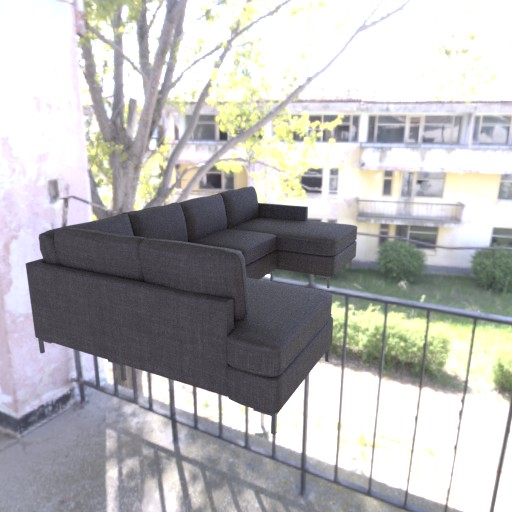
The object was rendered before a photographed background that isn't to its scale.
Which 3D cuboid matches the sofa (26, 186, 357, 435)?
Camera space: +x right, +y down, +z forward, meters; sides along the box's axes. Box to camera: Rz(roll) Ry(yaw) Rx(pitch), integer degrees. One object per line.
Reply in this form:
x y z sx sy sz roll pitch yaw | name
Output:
0.000 0.000 4.249 2.048 0.999 3.423 8 17 27 | sofa
